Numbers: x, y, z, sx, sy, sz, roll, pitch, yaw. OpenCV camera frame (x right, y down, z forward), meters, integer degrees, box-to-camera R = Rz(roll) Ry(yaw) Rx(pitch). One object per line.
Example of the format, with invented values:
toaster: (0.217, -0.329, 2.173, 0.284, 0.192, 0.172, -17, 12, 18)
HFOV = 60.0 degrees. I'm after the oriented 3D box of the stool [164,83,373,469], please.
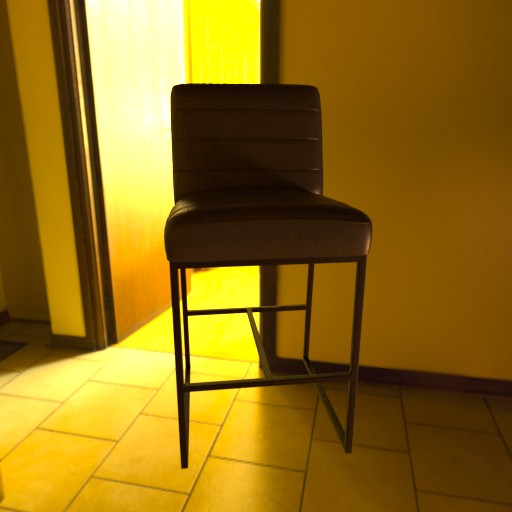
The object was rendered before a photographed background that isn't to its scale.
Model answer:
stool: (0.000, 0.000, 1.232, 0.457, 0.938, 0.552, -2, 16, -7)
